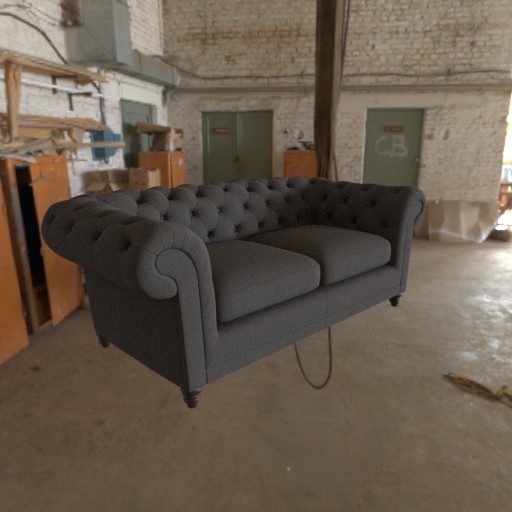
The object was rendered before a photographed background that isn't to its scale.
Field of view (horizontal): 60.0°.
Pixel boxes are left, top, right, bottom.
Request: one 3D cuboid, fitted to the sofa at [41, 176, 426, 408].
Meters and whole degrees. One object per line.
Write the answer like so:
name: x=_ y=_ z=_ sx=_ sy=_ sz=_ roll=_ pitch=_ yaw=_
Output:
sofa: x=0.000 y=0.000 z=2.438 sx=1.998 sy=0.764 sz=0.986 roll=-14 pitch=20 yaw=-43
